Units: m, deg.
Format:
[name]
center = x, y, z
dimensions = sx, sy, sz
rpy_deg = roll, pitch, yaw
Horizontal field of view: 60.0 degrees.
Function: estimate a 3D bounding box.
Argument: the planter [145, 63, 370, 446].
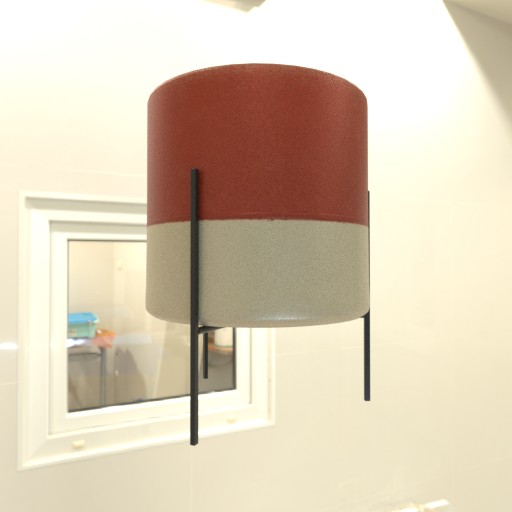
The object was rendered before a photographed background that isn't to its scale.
[planter]
center = 0.000, 0.000, 0.708
dimensions = 0.345, 0.465, 0.354
rpy_deg = 0, -1, -34
